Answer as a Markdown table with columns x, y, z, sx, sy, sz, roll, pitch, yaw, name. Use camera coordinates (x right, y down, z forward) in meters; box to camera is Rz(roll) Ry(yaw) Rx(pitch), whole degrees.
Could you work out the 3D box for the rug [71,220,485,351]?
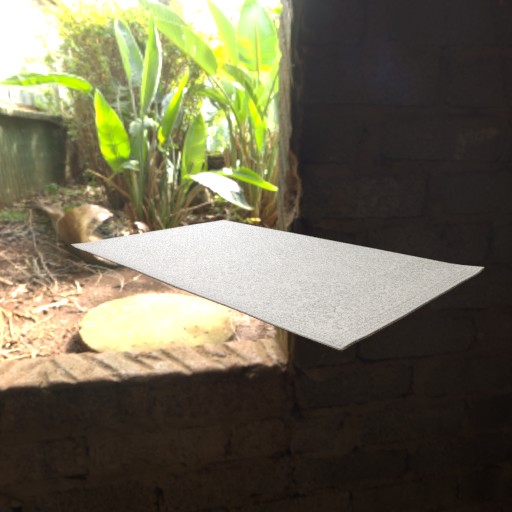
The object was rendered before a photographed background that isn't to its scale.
| x | y | z | sx | sy | sz | roll | pitch | yaw | name |
| --- | --- | --- | --- | --- | --- | --- | --- | --- | --- |
| 0.000 | 0.000 | 2.407 | 1.214 | 0.023 | 1.947 | -14 | 21 | -43 | rug |
